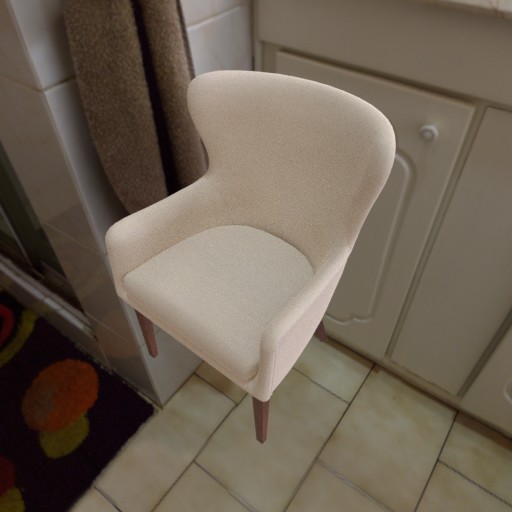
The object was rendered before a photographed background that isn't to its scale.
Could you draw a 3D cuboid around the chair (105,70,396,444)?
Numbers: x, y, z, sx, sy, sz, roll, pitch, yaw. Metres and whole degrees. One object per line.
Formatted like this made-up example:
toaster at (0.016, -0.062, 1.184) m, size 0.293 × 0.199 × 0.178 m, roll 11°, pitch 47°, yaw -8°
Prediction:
chair at (0.000, 0.000, 1.514) m, size 0.696 × 0.990 × 0.744 m, roll 29°, pitch 52°, yaw 26°
